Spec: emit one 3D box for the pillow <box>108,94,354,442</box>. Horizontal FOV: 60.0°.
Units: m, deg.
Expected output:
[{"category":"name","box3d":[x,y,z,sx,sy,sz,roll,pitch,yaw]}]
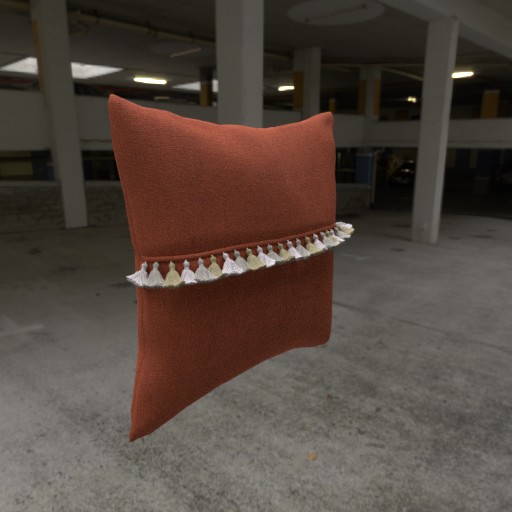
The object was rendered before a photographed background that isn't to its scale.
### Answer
[{"category":"pillow","box3d":[0.000,0.000,0.743,0.165,0.482,0.490,14,20,43]}]
